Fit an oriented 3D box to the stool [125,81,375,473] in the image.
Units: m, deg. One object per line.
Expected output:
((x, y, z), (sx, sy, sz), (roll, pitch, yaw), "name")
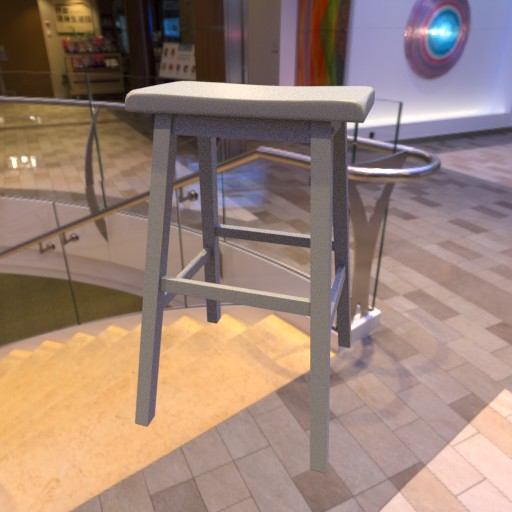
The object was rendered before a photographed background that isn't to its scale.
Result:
((0.000, 0.000, 1.038), (0.457, 0.737, 0.476), (8, 27, 15), "stool")
